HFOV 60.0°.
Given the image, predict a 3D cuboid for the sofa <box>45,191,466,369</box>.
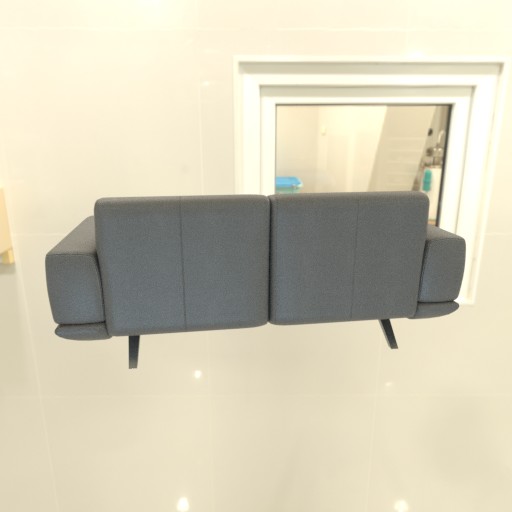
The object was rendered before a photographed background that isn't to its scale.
[{"bbox_3d":[0.000,0.000,2.396,1.901,0.772,0.900,-2,16,-8],"label":"sofa"}]
